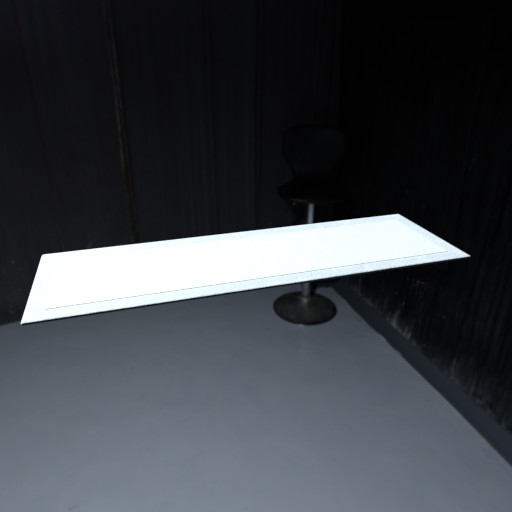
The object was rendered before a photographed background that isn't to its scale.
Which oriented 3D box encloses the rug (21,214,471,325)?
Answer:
[{"bbox_3d":[0.000,0.000,2.626,2.430,0.012,0.759,-7,26,-15],"label":"rug"}]
